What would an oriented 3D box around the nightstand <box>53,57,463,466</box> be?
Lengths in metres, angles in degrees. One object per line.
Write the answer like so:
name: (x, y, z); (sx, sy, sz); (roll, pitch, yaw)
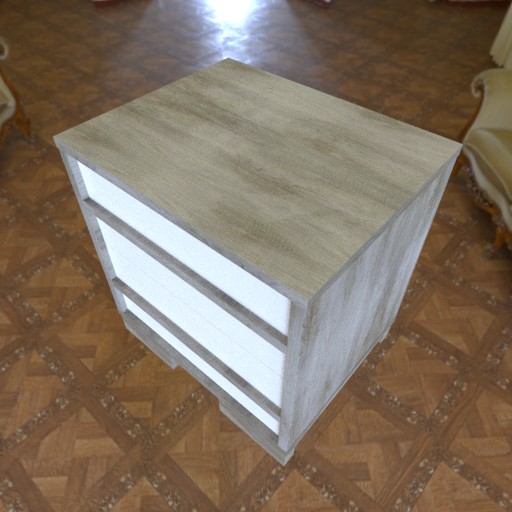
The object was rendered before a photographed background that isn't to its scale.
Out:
nightstand: (0.000, 0.000, 0.753); (0.427, 0.448, 0.347); (32, 54, 27)
